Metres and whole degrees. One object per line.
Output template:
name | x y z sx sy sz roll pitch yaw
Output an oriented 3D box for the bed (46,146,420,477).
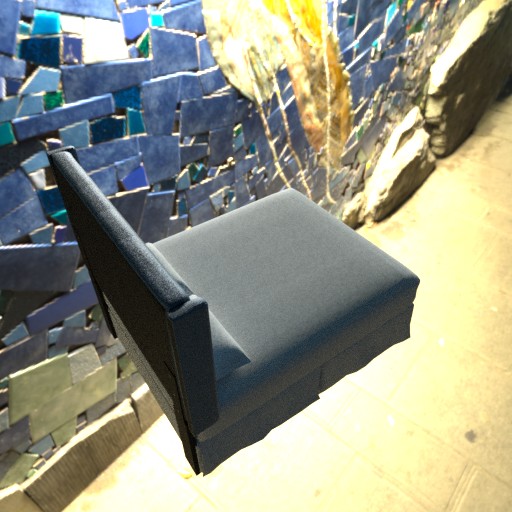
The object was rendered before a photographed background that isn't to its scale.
bed | 0.000 0.000 3.275 2.078 1.665 1.719 -26 48 -26
